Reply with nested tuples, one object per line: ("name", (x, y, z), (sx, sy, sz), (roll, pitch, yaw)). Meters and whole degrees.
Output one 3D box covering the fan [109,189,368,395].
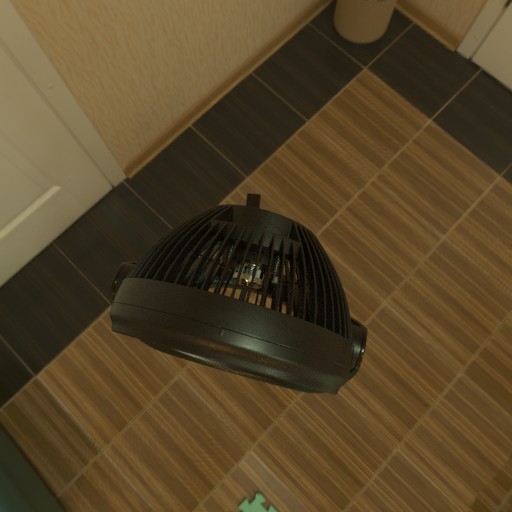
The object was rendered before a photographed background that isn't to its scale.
("fan", (0.000, 0.000, 0.483), (0.273, 0.277, 0.256), (15, 76, 4))
